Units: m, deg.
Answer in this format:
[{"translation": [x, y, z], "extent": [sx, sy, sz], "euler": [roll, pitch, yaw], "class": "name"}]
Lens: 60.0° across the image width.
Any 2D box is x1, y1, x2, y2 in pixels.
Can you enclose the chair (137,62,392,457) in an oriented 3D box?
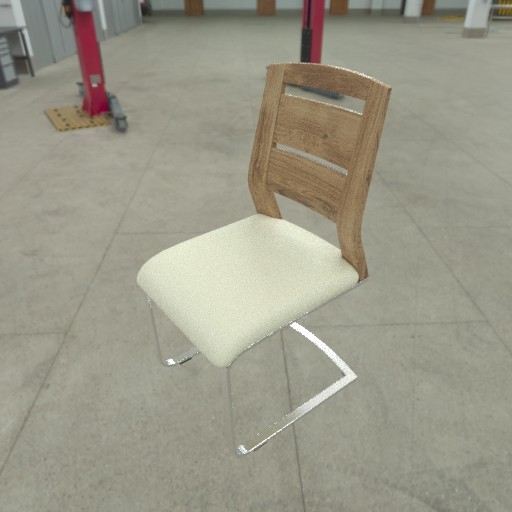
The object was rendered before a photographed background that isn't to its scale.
[{"translation": [0.000, 0.000, 1.251], "extent": [0.561, 0.955, 0.457], "euler": [-22, 38, -31], "class": "chair"}]
